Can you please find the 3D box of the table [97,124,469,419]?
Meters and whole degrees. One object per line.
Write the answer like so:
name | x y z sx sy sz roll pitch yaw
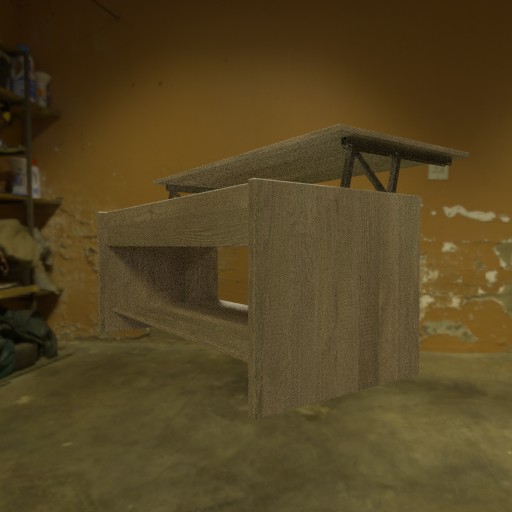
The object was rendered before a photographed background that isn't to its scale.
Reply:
table | 0.000 0.000 1.413 0.712 0.570 1.000 -1 2 -35
